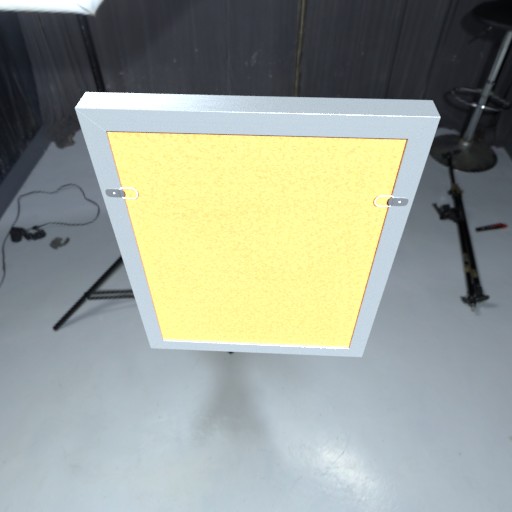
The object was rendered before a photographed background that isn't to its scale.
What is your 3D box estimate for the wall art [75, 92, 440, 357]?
[{"bbox_3d":[0.000,0.000,0.519,0.308,0.379,0.030,2,46,2],"label":"wall art"}]
